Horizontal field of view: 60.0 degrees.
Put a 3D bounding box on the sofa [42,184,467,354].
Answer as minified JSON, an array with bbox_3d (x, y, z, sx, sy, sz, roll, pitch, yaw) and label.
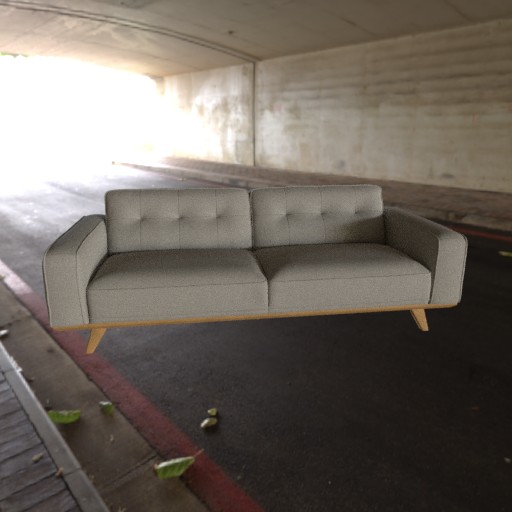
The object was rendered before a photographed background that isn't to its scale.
[{"bbox_3d":[0.000,0.000,2.777,2.270,0.781,0.956,-2,17,-8],"label":"sofa"}]
